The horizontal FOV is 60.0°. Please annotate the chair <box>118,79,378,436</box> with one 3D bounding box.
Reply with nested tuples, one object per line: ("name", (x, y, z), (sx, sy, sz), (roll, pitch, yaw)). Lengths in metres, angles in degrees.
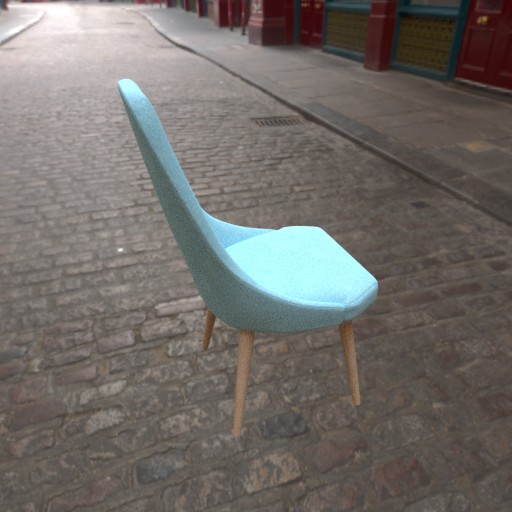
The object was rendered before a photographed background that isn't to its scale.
("chair", (0.000, 0.000, 1.368), (0.660, 1.040, 0.510), (-11, 32, -17))
